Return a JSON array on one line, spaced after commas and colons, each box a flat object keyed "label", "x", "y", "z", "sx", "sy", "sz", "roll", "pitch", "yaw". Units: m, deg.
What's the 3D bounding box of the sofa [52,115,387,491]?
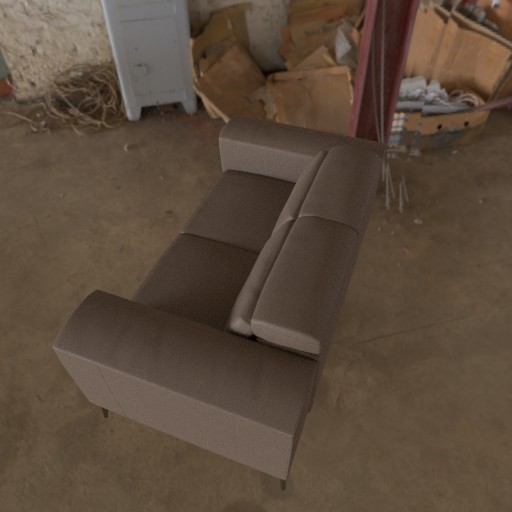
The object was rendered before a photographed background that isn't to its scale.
[{"label": "sofa", "x": 0.000, "y": 0.000, "z": 2.344, "sx": 1.003, "sy": 0.779, "sz": 1.895, "roll": 15, "pitch": 49, "yaw": 14}]
